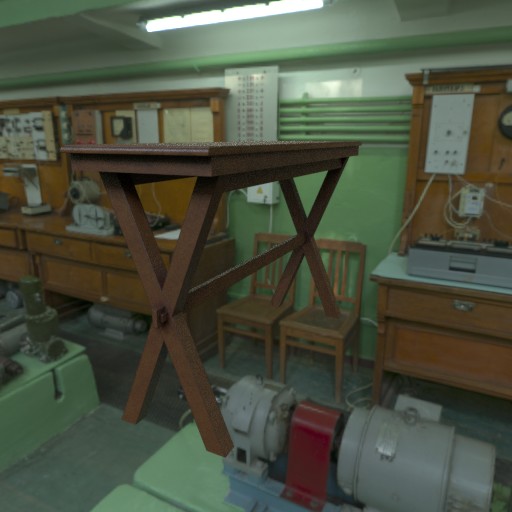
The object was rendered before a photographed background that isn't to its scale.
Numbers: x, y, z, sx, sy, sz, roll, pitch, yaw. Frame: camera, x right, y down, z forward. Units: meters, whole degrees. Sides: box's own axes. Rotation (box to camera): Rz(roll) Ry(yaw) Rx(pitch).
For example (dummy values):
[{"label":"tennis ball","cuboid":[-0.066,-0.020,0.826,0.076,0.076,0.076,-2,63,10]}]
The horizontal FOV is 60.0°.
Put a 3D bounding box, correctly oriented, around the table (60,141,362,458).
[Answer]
[{"label":"table","cuboid":[0.000,0.000,1.539,0.399,0.763,1.197,7,17,26]}]
